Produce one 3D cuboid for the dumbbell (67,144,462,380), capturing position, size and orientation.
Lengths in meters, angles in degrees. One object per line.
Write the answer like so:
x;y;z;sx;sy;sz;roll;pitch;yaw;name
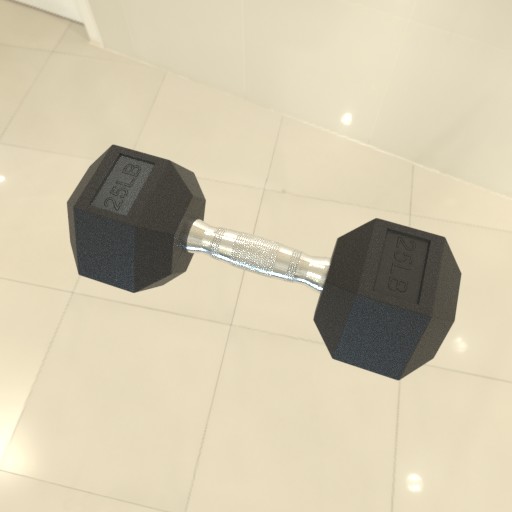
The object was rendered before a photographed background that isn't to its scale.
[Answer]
0.000;0.000;0.380;0.315;0.113;0.129;17;64;8;dumbbell
